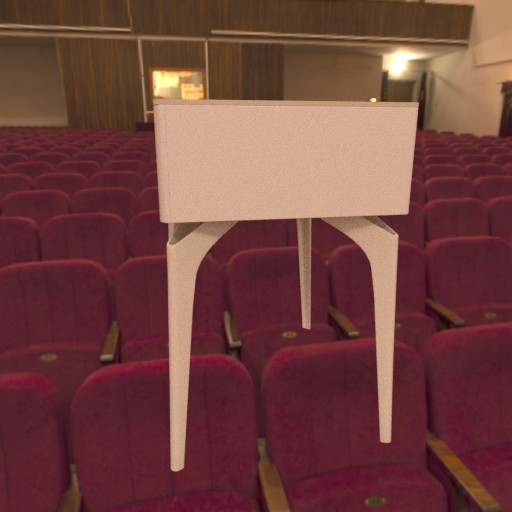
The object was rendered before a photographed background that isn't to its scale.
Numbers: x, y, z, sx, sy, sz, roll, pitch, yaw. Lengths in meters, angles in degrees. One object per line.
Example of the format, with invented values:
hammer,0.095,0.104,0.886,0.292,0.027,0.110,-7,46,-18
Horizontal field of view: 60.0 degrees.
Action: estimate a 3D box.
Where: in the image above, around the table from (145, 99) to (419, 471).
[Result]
table,0.000,0.000,0.908,0.400,0.570,0.500,-3,16,-10
